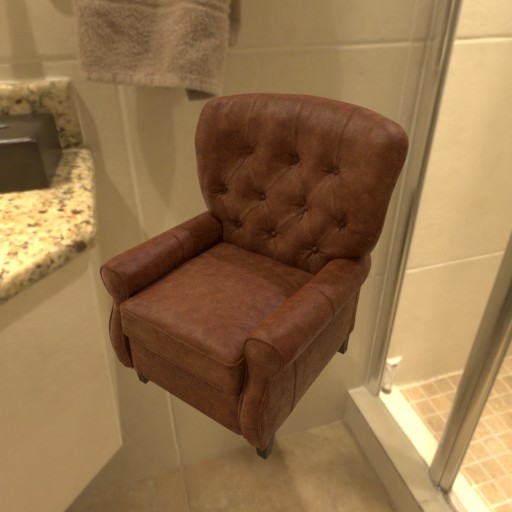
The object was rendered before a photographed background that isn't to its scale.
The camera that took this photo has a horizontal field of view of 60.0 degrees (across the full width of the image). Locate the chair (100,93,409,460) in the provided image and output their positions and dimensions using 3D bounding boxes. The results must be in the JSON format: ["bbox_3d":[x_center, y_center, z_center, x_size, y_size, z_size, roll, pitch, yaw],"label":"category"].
[{"bbox_3d":[0.000,0.000,1.876,0.951,1.164,1.059,20,37,29],"label":"chair"}]
